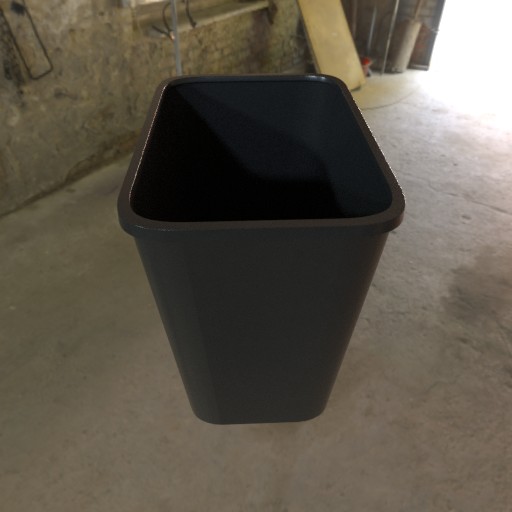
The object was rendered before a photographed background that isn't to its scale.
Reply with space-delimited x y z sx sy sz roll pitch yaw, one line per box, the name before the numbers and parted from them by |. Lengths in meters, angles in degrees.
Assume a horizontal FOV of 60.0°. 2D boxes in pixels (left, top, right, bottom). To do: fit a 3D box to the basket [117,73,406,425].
basket | 0.000 0.000 0.506 0.211 0.307 0.300 -1 41 -2
